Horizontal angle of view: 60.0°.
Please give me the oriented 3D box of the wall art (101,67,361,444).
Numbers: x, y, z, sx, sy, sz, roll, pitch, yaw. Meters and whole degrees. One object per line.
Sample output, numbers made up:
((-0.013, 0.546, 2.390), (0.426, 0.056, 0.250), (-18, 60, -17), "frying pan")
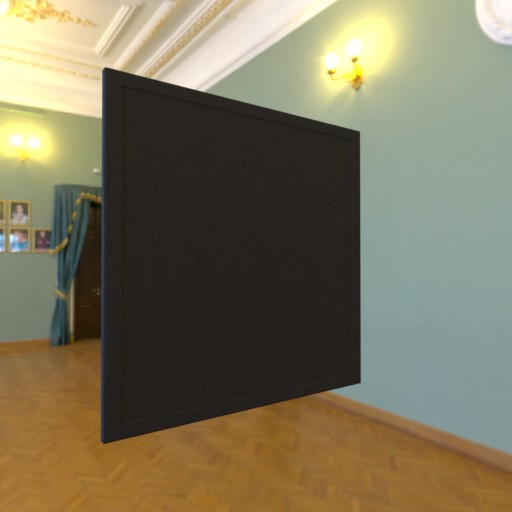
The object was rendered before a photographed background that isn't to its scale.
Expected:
((0.000, 0.000, 0.824), (0.562, 0.558, 0.012), (0, -1, -36), "wall art")
